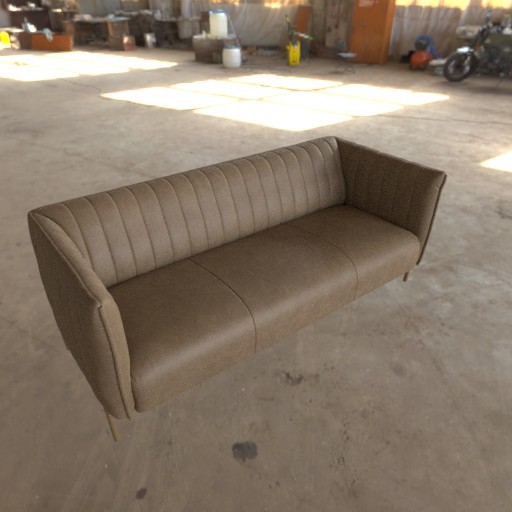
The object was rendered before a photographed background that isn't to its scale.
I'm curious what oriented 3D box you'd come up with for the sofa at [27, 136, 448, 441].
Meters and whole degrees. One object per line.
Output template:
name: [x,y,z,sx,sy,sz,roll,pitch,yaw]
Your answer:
sofa: [0.000,0.000,2.340,1.980,0.779,0.876,-22,38,-31]
